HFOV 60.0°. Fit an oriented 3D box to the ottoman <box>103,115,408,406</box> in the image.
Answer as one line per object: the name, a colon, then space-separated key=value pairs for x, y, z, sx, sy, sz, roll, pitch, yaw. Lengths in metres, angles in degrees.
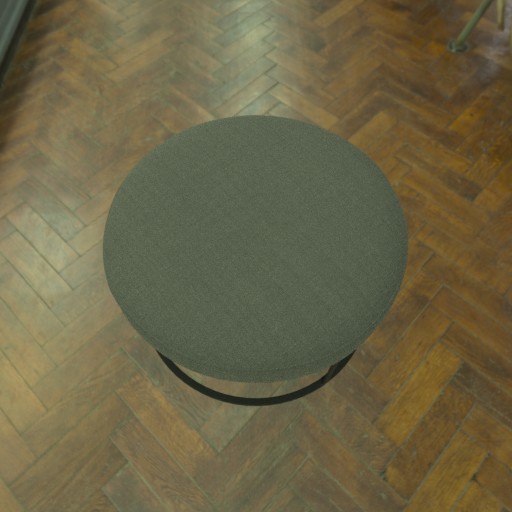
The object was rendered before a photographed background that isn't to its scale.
ottoman: x=0.000 y=0.000 z=1.259 sx=0.772 sy=0.460 sz=0.772 roll=0 pitch=60 yaw=0
